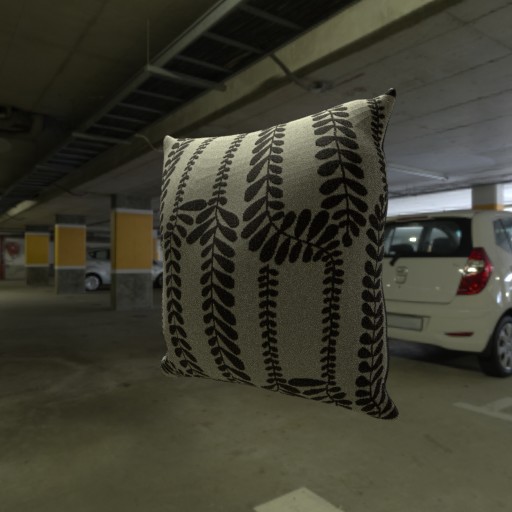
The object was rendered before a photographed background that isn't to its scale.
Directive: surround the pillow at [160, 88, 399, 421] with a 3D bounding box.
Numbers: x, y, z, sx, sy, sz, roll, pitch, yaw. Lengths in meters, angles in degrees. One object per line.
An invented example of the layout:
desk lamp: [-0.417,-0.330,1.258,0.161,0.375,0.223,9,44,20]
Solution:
pillow: [0.000,0.000,0.690,0.440,0.441,0.182,0,0,36]
